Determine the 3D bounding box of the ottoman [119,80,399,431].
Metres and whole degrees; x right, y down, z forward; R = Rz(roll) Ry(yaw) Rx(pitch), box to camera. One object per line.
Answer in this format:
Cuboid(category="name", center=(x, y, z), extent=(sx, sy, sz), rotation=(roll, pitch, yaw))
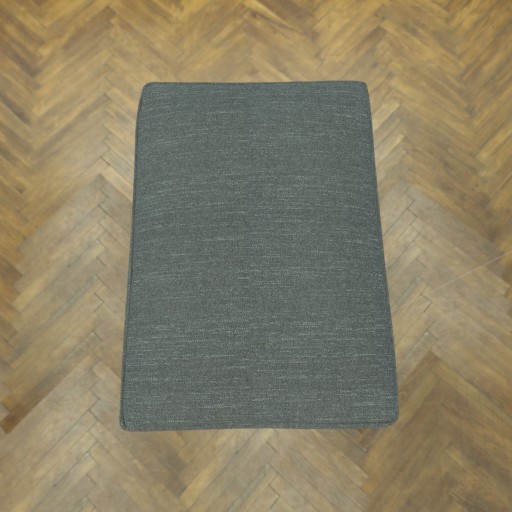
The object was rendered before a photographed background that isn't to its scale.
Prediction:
Cuboid(category="ottoman", center=(0.000, 0.000, 0.956), extent=(0.508, 0.406, 0.686), rotation=(-1, 74, 0))
